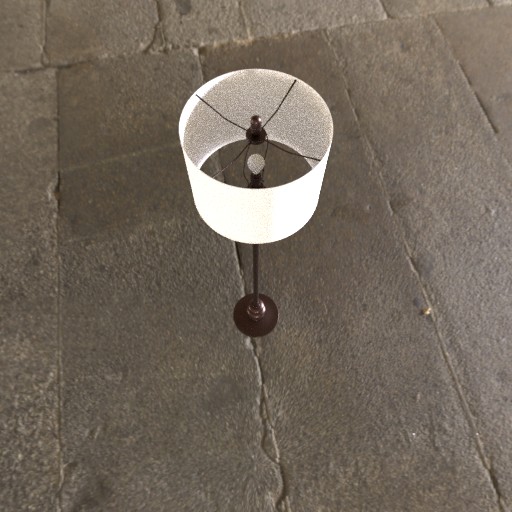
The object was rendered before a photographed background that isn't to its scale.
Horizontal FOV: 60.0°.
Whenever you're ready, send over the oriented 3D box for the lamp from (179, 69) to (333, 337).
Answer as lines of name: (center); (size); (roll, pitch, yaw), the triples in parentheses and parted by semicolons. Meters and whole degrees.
lamp: (0.000, 0.000, 1.675); (0.356, 1.487, 0.356); (31, 69, 14)
